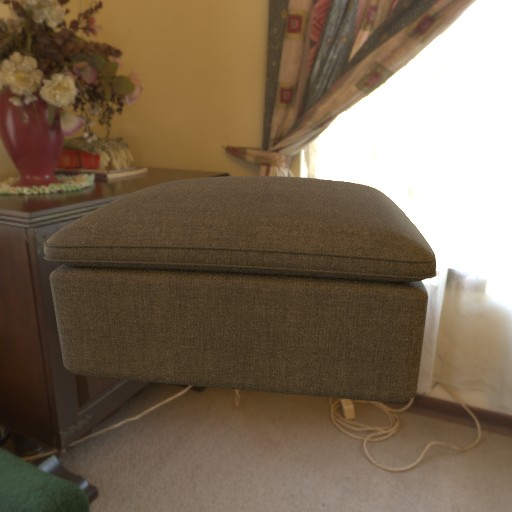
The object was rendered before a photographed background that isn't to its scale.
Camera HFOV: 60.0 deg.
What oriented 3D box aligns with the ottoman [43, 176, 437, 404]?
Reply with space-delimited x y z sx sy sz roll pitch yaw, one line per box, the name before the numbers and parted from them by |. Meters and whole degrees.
ottoman | 0.000 0.000 1.674 1.067 0.559 1.067 2 17 8
